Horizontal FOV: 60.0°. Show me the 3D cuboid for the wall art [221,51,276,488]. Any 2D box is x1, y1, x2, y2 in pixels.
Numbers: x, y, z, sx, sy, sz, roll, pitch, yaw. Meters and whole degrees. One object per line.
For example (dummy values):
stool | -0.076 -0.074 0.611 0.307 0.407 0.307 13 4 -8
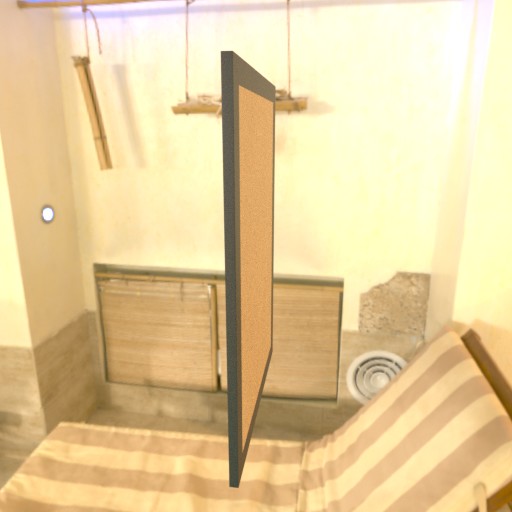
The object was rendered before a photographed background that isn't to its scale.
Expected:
wall art | 0.000 0.000 0.697 0.013 0.534 0.381 2 16 9
